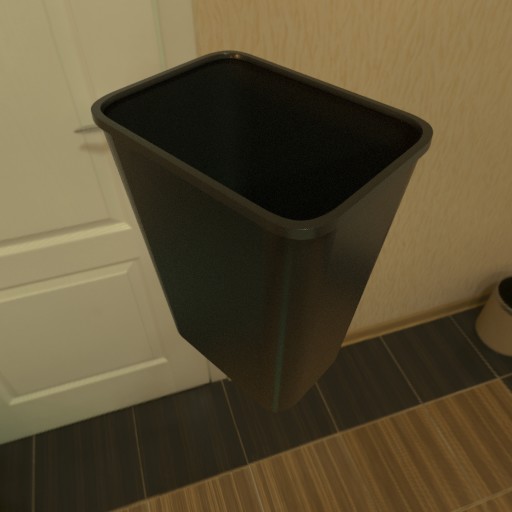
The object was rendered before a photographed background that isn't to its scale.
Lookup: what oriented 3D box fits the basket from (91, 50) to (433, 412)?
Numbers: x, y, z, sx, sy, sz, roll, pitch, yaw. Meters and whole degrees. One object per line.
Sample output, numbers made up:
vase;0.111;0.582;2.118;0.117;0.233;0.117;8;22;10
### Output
basket;0.000;0.000;0.762;0.394;0.521;0.287;33;54;28
